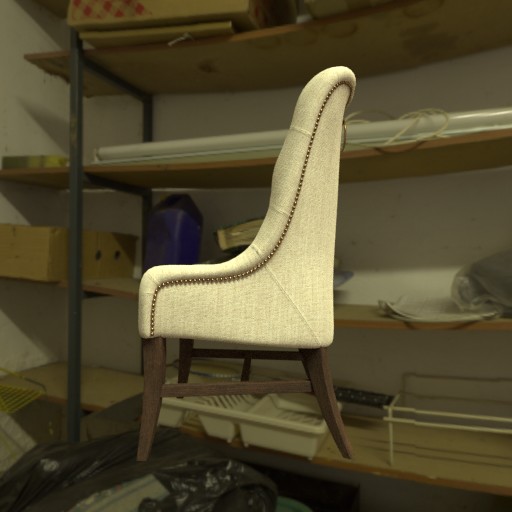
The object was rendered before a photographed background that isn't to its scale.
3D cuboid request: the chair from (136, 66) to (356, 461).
[{"bbox_3d":[0.000,0.000,1.458,0.629,1.091,0.634,0,-1,1],"label":"chair"}]
